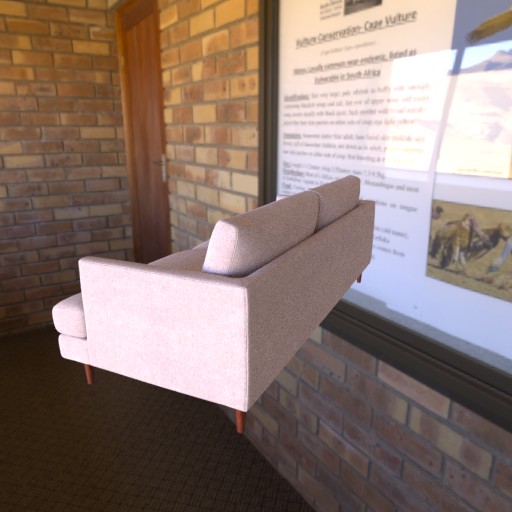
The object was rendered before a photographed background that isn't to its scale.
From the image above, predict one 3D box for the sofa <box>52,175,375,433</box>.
[{"bbox_3d":[0.000,0.000,2.788,1.020,0.868,2.250,8,17,25],"label":"sofa"}]
